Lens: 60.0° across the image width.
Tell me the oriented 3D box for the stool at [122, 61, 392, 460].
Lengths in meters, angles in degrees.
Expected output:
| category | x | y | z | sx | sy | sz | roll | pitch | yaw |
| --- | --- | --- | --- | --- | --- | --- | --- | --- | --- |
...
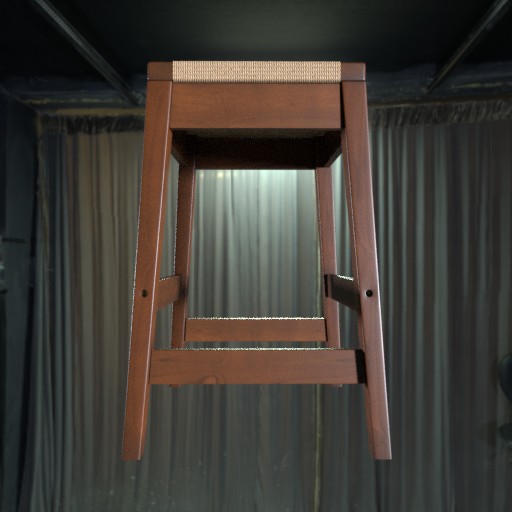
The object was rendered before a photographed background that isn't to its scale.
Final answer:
| category | x | y | z | sx | sy | sz | roll | pitch | yaw |
| --- | --- | --- | --- | --- | --- | --- | --- | --- | --- |
| stool | 0.000 | 0.000 | 1.077 | 0.507 | 0.762 | 0.497 | 0 | 0 | 0 |
